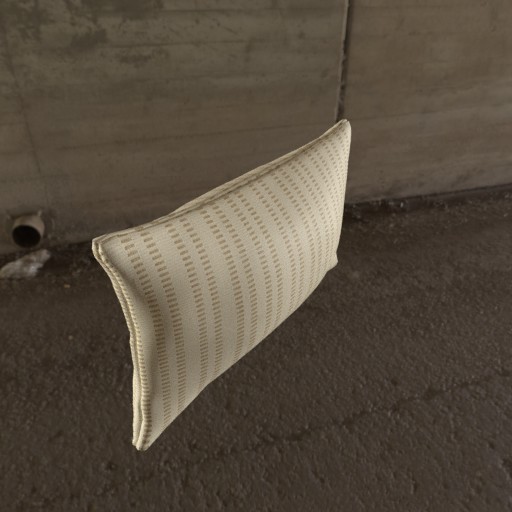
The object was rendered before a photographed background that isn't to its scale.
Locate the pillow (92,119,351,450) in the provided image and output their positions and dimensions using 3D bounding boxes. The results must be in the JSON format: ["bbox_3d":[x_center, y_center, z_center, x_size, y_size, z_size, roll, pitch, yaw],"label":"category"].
[{"bbox_3d":[0.000,0.000,0.788,0.210,0.353,0.640,20,37,29],"label":"pillow"}]
